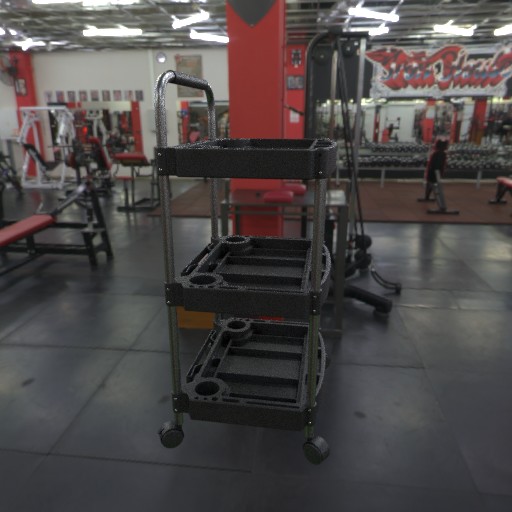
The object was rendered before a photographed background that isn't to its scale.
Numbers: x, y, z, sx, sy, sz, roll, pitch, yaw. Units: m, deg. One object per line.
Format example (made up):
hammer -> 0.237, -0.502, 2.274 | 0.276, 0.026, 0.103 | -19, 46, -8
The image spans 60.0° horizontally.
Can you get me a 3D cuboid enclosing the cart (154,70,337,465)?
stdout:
cart -> 0.000, 0.000, 1.412 | 0.518, 1.075, 0.584 | 3, 18, 9
